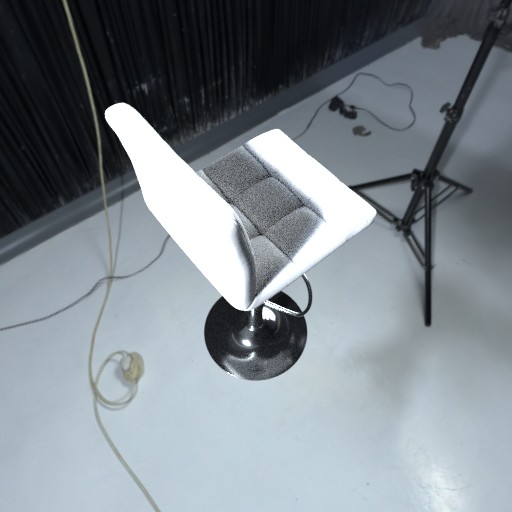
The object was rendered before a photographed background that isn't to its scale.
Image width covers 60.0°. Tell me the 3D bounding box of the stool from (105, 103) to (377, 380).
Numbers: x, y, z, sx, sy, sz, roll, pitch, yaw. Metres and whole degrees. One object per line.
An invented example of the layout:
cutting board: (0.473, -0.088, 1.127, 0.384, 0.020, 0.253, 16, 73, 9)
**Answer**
stool: (0.000, 0.000, 1.363, 0.505, 1.115, 0.430, -34, 63, -20)
